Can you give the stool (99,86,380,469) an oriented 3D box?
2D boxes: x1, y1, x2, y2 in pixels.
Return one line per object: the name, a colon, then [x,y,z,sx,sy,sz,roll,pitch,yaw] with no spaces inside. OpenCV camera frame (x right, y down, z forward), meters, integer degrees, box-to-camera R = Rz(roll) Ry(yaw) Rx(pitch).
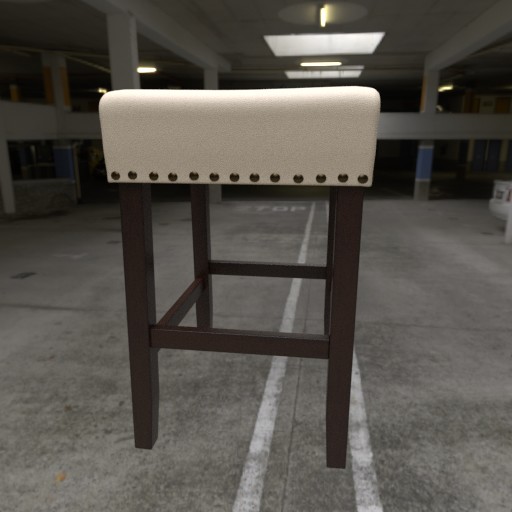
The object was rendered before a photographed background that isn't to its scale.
stool: [0.000,0.000,0.905,0.401,0.609,0.471,2,15,8]
